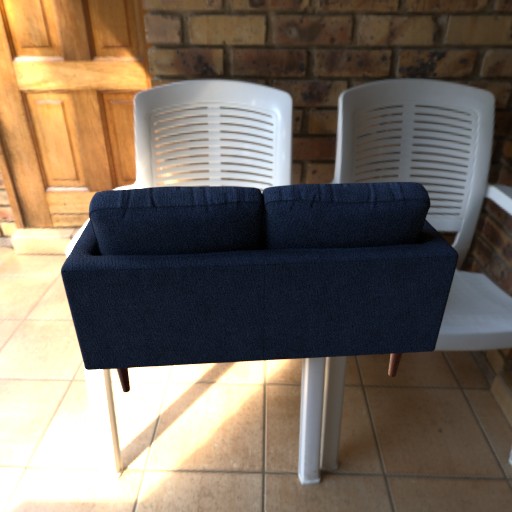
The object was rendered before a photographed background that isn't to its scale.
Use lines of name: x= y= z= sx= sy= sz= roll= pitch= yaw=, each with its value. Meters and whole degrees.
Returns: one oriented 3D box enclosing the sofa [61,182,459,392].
sofa: x=0.000 y=0.000 z=2.190 sx=1.582 sy=0.944 sz=0.903 roll=-2 pitch=30 yaw=-4
